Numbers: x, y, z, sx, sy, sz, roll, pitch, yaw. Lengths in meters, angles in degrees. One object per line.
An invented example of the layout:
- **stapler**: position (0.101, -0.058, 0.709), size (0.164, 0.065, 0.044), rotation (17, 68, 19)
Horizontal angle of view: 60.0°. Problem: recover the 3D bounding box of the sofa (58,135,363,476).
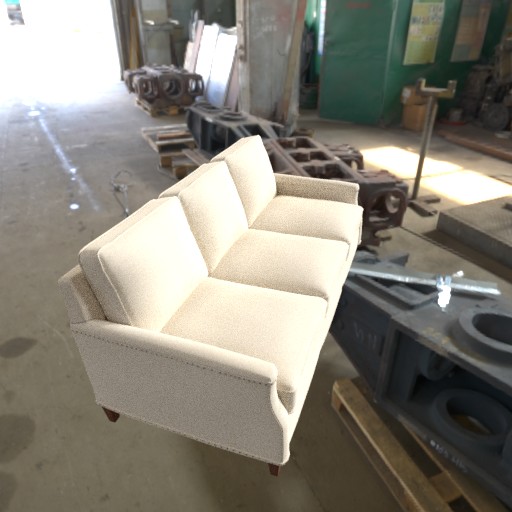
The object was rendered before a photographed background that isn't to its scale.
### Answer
- **sofa**: position (0.000, 0.000, 2.811), size (1.084, 1.003, 2.246), rotation (10, 31, 17)
